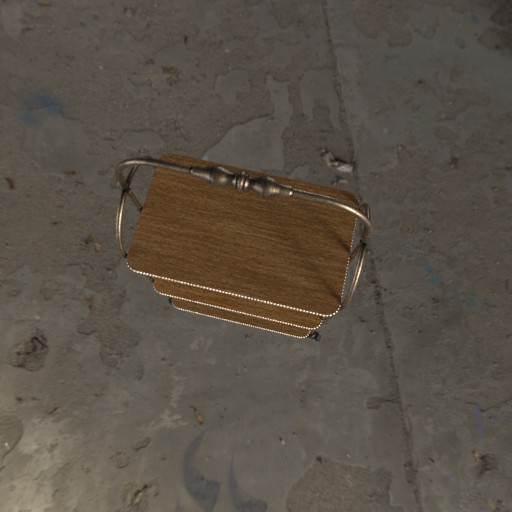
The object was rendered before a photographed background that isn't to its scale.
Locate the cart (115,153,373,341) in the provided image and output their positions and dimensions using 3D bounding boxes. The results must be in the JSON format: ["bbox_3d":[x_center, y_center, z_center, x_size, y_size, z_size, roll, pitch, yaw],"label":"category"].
[{"bbox_3d":[0.000,0.000,1.315,0.650,1.052,0.330,13,75,3],"label":"cart"}]
